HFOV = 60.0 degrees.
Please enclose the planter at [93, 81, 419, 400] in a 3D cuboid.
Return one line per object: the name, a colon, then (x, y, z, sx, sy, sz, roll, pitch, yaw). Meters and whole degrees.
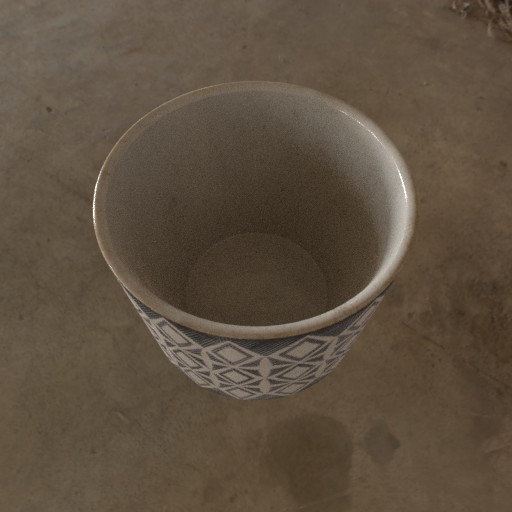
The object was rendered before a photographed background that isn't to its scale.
planter: (0.000, 0.000, 0.335, 0.192, 0.165, 0.192, 0, 59, 0)
